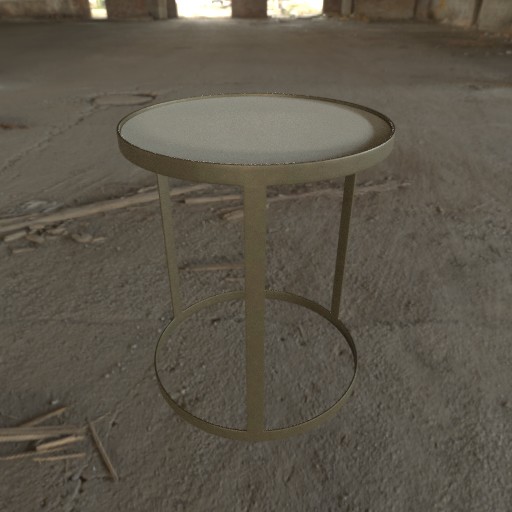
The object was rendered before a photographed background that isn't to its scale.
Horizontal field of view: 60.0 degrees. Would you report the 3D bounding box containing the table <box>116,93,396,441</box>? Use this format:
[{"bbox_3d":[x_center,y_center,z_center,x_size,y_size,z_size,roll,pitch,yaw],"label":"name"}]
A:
[{"bbox_3d":[0.000,0.000,0.933,0.480,0.565,0.480,0,31,0],"label":"table"}]
